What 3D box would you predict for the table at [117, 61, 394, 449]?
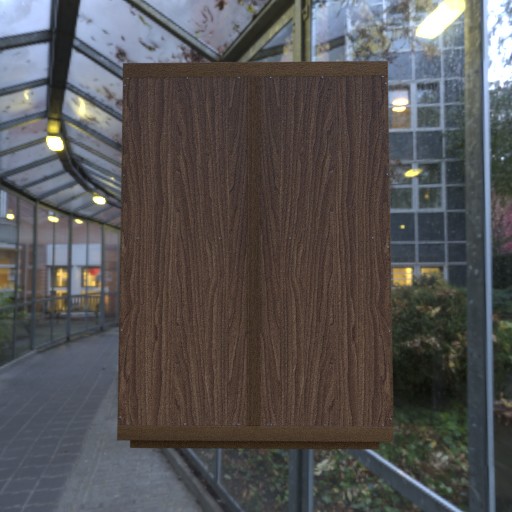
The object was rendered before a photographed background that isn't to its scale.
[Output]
[{"bbox_3d":[0.000,0.000,1.734,0.901,1.294,0.524,0,-3,1],"label":"table"}]
